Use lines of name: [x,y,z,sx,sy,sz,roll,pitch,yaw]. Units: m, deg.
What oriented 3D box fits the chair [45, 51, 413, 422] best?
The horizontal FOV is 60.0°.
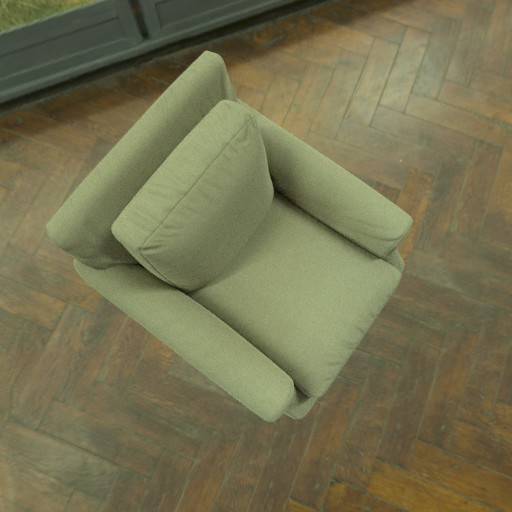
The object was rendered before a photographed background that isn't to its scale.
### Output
chair: [0.000,0.000,1.732,1.066,0.866,0.940,36,78,9]
